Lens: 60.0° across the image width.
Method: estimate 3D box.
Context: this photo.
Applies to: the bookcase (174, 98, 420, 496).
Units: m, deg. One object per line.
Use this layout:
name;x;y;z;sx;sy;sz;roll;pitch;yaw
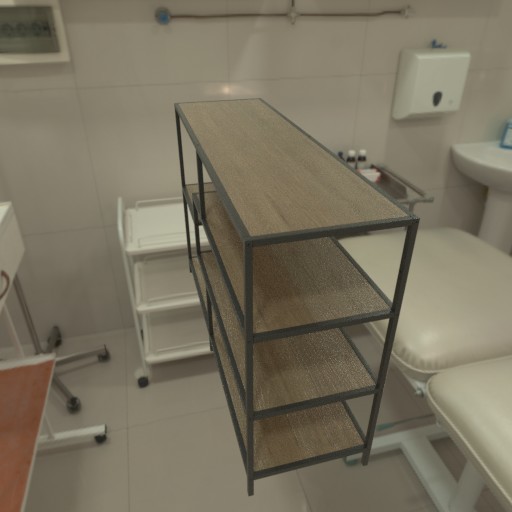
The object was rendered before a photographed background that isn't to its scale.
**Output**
bookcase;0.000;0.000;1.490;0.350;0.780;1.140;-8;32;-13
